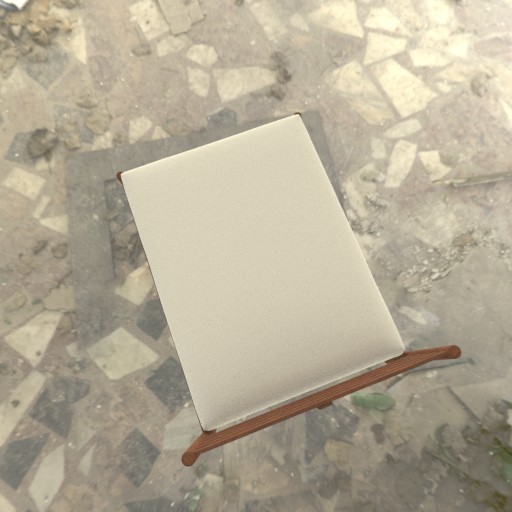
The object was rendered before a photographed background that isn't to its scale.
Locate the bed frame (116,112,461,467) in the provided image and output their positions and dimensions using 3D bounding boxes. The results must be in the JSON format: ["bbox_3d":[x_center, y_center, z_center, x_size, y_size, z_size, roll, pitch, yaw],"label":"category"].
[{"bbox_3d":[0.000,0.000,3.312,1.655,1.321,2.234,-20,76,-5],"label":"bed frame"}]
